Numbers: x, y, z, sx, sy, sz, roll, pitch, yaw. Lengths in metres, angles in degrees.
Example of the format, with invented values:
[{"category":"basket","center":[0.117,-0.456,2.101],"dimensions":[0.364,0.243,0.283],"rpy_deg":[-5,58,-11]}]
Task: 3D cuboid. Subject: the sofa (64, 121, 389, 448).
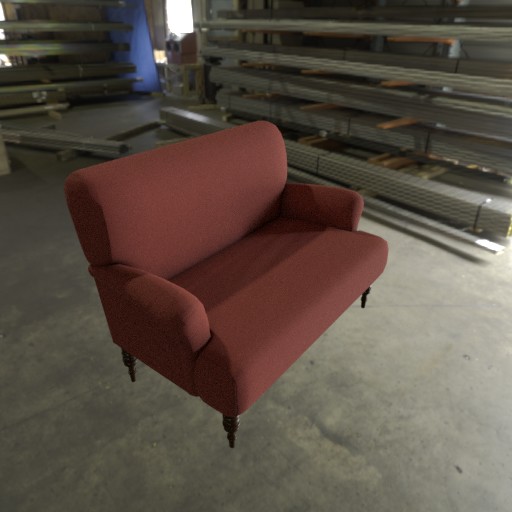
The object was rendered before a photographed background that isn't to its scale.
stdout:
[{"category":"sofa","center":[0.000,0.000,1.914],"dimensions":[0.779,0.889,1.297],"rpy_deg":[20,34,32]}]
